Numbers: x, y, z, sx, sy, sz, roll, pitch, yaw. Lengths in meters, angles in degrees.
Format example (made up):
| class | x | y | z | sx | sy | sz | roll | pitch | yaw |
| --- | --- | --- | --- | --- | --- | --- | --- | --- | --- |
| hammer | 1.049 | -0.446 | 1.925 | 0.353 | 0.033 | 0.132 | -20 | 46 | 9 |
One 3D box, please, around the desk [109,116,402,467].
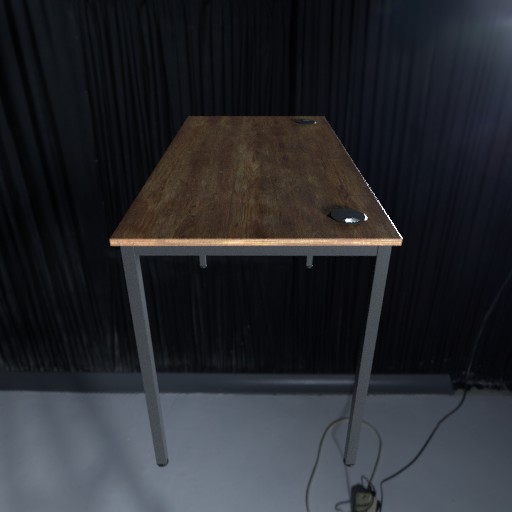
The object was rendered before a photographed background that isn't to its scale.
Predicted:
| class | x | y | z | sx | sy | sz | roll | pitch | yaw |
| --- | --- | --- | --- | --- | --- | --- | --- | --- | --- |
| desk | 0.000 | 0.000 | 1.611 | 0.600 | 0.749 | 1.200 | 0 | 29 | 0 |
